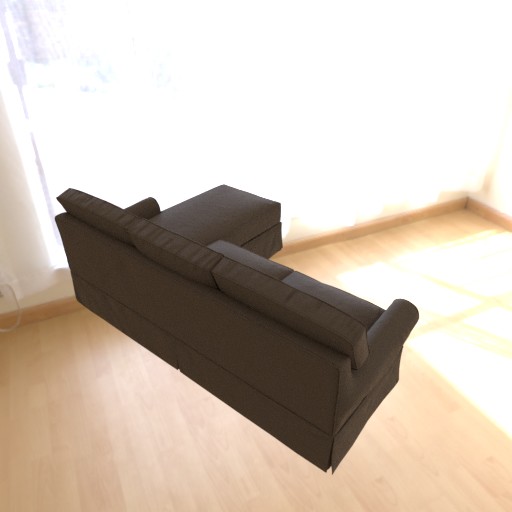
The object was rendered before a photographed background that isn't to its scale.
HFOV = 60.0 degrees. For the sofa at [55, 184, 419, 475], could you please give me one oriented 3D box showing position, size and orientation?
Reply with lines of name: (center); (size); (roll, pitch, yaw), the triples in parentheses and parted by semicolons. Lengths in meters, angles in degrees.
sofa: (0.000, 0.000, 3.292); (2.475, 0.978, 1.733); (23, 39, 32)
